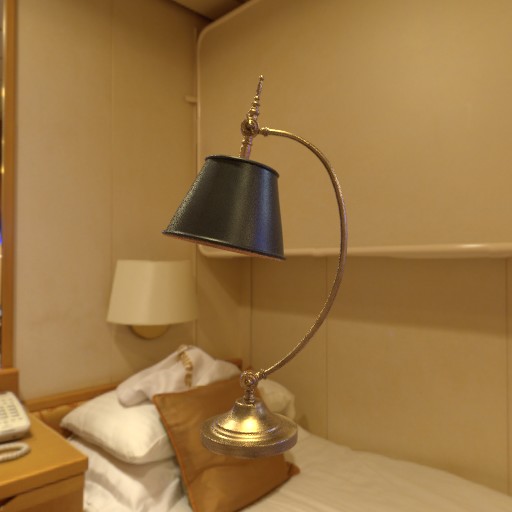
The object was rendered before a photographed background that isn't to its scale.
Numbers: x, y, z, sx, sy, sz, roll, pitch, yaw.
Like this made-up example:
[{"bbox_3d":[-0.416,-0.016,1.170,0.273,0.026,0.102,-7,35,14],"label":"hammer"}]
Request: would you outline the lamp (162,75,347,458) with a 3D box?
[{"bbox_3d":[0.000,0.000,0.826,0.344,0.675,0.235,0,-1,-1],"label":"lamp"}]
